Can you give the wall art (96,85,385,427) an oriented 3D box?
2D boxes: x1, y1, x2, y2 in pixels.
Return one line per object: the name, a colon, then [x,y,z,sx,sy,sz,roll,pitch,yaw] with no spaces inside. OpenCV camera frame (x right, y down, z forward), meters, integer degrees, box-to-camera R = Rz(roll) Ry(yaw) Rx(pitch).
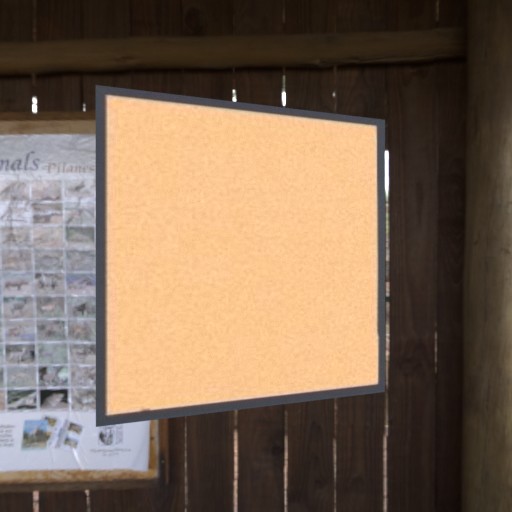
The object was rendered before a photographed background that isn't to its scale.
wall art: [0.000,0.000,1.211,0.823,0.823,0.013,0,0,-19]
